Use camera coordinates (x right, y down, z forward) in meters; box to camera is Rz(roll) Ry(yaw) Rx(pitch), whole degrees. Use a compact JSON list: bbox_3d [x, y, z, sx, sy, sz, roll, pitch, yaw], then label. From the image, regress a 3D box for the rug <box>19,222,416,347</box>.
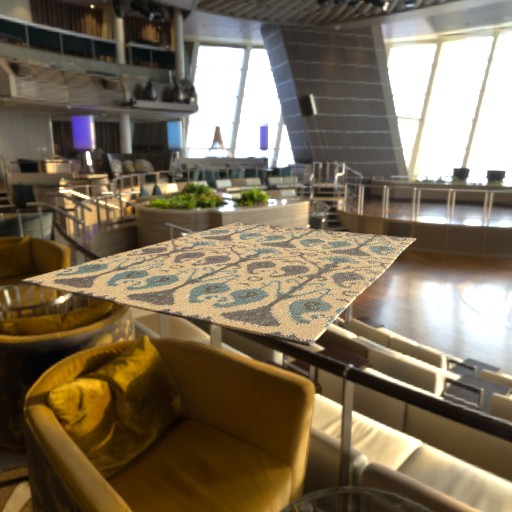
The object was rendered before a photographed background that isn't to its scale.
[{"bbox_3d":[0.000,0.000,2.946,1.676,0.013,2.261,7,15,28],"label":"rug"}]
